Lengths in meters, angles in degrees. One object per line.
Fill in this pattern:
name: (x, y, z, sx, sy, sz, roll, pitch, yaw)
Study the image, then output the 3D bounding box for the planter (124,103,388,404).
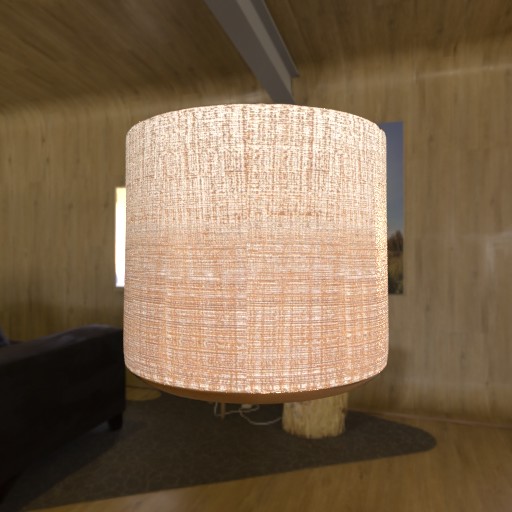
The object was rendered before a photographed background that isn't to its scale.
planter: (0.000, 0.000, 0.310, 0.177, 0.157, 0.177, 0, 0, 0)
